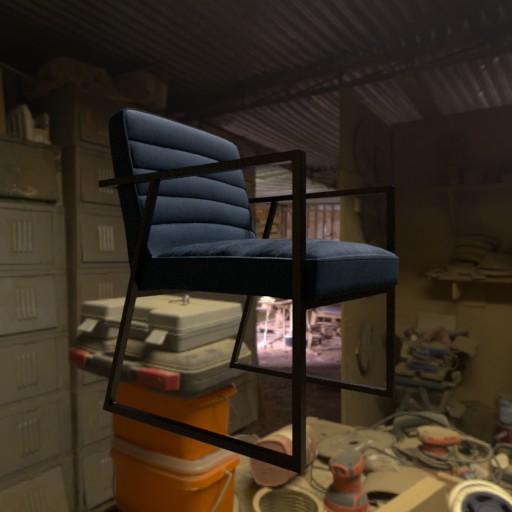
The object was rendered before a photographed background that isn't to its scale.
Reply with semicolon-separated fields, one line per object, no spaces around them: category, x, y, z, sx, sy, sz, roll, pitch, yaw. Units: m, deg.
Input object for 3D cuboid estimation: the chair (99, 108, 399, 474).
chair;0.000;0.000;1.255;0.677;0.833;0.571;0;0;35
